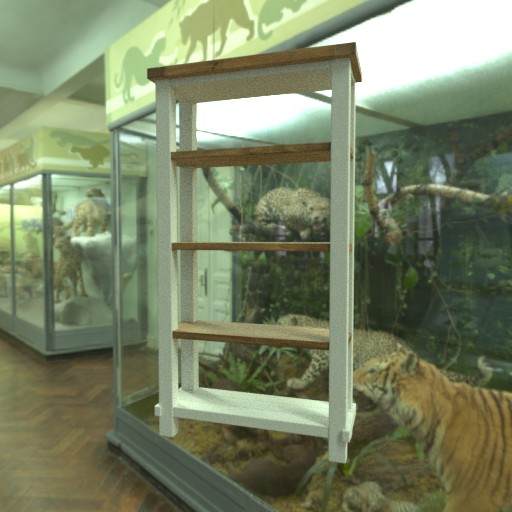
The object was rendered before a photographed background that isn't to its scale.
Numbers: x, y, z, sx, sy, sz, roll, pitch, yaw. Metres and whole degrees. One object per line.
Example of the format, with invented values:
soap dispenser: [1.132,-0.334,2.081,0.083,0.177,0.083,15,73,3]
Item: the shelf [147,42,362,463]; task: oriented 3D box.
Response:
shelf: [0.000,0.000,2.284,1.022,1.878,0.381,1,3,17]
